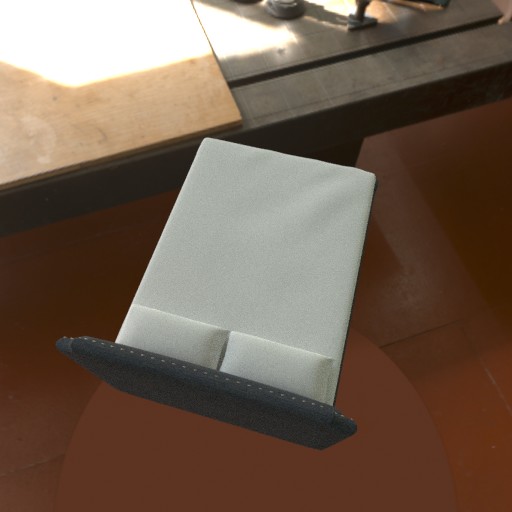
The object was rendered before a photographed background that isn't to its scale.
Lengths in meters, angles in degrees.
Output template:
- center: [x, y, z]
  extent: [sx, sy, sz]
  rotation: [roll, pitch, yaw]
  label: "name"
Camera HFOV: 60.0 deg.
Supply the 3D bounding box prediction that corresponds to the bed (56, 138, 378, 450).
- center: [0.000, 0.000, 3.414]
  extent: [1.713, 1.443, 2.372]
  rotation: [14, 64, 7]
  label: "bed"
